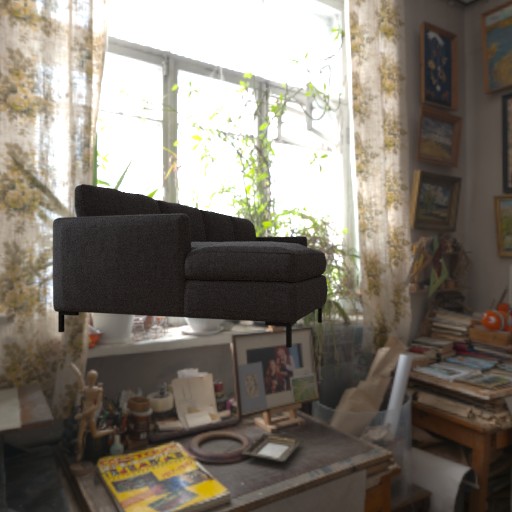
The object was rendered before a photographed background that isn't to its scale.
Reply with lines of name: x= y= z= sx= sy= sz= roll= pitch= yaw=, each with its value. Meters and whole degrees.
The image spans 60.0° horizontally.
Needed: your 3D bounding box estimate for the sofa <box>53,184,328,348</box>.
sofa: x=0.000 y=0.000 z=3.266 sx=1.258 sy=0.754 sz=2.731 roll=0 pitch=0 yaw=18
